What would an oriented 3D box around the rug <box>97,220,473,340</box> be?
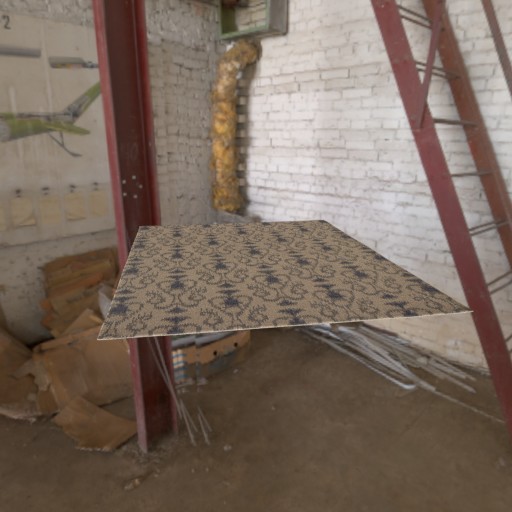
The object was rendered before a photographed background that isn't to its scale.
[{"bbox_3d":[0.000,0.000,4.298,2.437,0.015,3.205,-3,16,-9],"label":"rug"}]
